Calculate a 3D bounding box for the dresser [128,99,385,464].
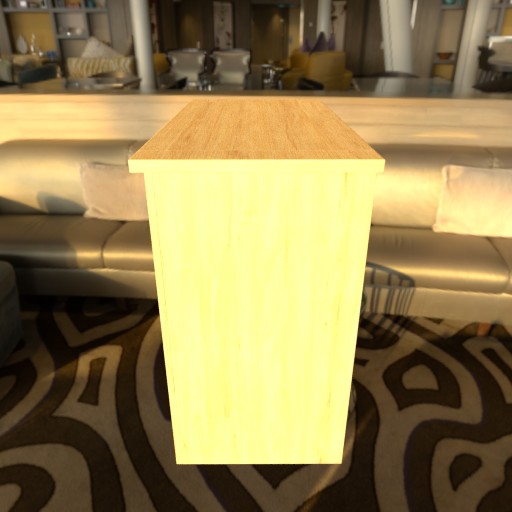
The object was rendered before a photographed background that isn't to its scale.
[{"bbox_3d":[0.000,0.000,1.224,0.410,0.730,0.800,0,26,0],"label":"dresser"}]
